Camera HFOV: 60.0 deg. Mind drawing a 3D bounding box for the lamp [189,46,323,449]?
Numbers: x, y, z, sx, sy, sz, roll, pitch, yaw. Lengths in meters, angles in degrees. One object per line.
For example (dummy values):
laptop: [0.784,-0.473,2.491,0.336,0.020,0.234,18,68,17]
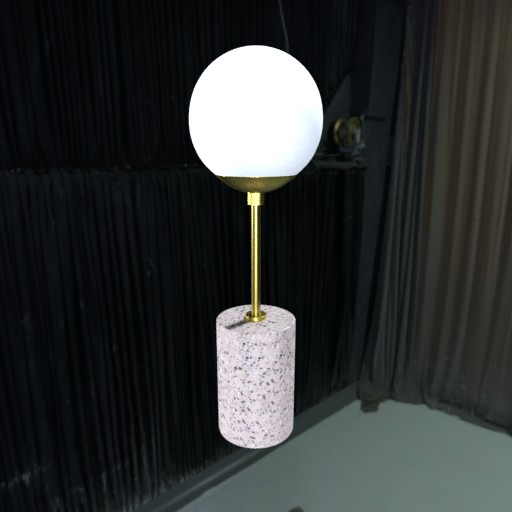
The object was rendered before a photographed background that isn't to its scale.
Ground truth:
lamp: [0.000,0.000,0.553,0.153,0.480,0.153,0,14,0]
